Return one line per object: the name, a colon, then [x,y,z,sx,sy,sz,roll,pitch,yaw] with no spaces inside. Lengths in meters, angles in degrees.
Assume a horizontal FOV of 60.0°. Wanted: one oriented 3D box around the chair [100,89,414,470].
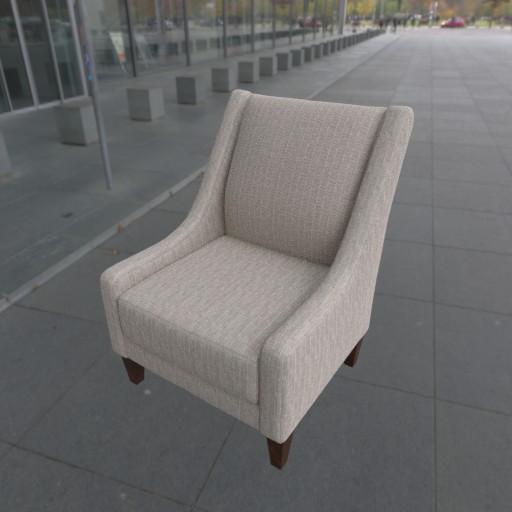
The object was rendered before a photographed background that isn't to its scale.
chair: [0.000,0.000,1.626,0.774,1.014,0.870,18,33,30]
